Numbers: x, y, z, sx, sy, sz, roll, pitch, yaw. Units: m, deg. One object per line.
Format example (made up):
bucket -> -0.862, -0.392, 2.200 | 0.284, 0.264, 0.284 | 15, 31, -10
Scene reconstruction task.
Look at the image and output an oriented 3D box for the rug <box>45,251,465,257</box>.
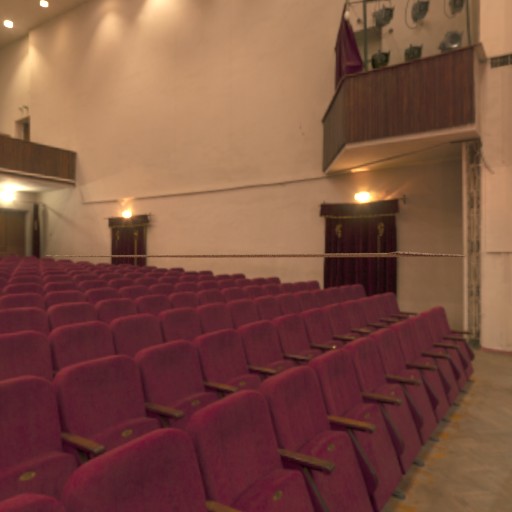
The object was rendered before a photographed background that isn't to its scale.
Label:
rug -> 0.000, 0.000, 3.813 | 3.040, 0.017, 2.030 | 0, -1, 33
